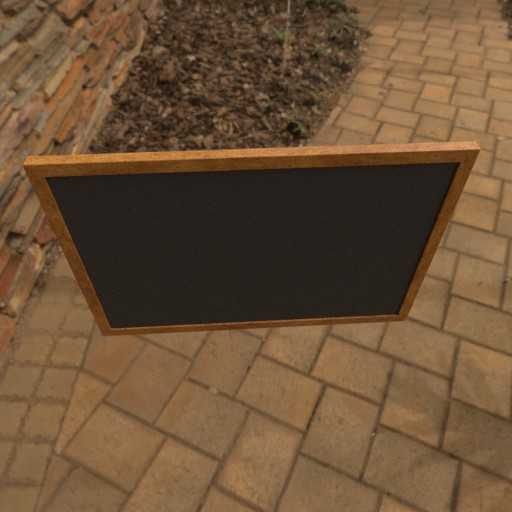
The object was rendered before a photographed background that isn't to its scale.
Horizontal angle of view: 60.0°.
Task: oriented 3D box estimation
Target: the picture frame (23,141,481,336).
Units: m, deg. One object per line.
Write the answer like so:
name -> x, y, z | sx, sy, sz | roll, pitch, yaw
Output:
picture frame -> 0.000, 0.000, 1.128 | 0.922, 0.621, 0.029 | -3, 48, -2
